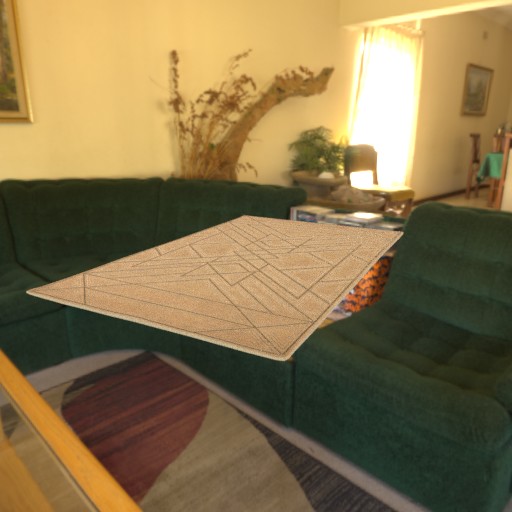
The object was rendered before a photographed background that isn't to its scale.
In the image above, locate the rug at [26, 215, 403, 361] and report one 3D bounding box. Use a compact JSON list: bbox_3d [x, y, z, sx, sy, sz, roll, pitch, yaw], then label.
[{"bbox_3d":[0.000,0.000,3.121,1.575,0.023,2.459,9,18,27],"label":"rug"}]
